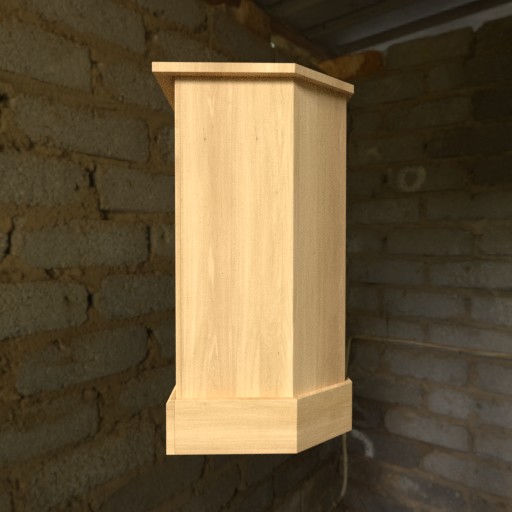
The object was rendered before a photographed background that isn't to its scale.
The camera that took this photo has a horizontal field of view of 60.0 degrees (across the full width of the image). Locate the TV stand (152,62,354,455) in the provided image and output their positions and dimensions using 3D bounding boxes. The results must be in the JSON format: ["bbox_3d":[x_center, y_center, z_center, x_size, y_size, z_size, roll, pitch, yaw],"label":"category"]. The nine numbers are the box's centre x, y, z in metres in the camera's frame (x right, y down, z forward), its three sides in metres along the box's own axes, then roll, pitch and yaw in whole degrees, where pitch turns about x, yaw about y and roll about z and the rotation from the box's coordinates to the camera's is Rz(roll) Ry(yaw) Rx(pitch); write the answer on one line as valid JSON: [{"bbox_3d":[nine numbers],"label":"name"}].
[{"bbox_3d":[0.000,0.000,1.307,0.425,0.781,0.851,0,1,-1],"label":"TV stand"}]
